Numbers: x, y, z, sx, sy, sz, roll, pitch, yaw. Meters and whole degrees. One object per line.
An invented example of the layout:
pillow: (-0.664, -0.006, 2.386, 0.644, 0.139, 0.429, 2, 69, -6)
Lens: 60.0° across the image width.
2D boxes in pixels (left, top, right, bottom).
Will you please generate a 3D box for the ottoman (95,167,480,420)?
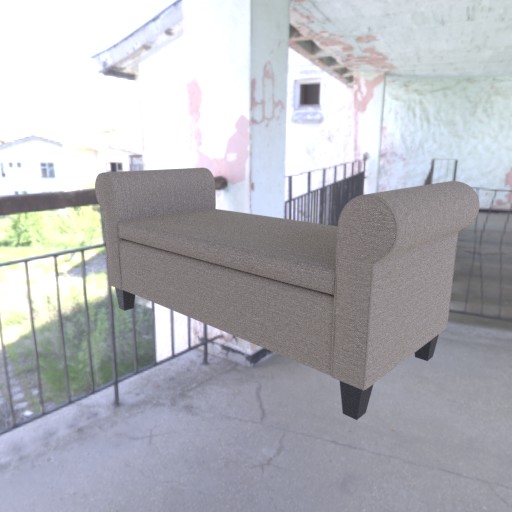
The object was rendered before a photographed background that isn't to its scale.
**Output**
ottoman: (0.000, 0.000, 1.536, 1.256, 0.547, 0.521, 13, 19, 42)
